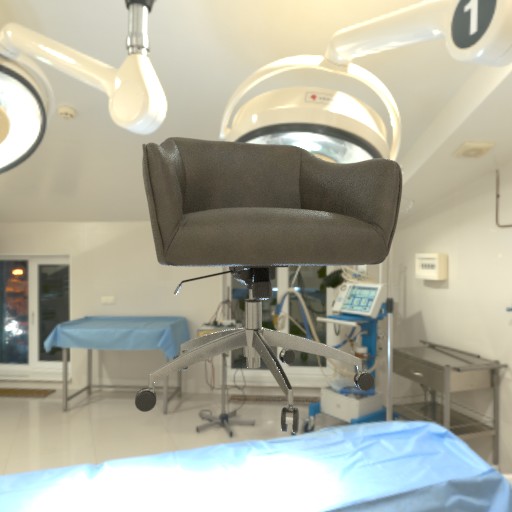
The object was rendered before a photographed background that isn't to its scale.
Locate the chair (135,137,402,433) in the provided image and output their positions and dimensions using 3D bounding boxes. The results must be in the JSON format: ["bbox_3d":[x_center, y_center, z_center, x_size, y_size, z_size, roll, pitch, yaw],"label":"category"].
[{"bbox_3d":[0.000,0.000,1.347,0.713,0.827,0.689,0,0,-16],"label":"chair"}]
